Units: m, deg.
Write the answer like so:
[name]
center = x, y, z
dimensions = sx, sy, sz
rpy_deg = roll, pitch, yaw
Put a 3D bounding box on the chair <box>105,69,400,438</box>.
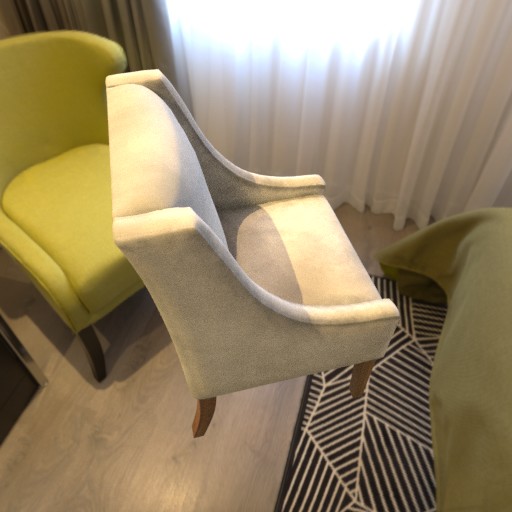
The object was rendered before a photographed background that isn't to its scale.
[chair]
center = 0.000, 0.000, 1.283
dimensions = 0.629, 0.895, 0.629
rpy_deg = -11, 48, -10
